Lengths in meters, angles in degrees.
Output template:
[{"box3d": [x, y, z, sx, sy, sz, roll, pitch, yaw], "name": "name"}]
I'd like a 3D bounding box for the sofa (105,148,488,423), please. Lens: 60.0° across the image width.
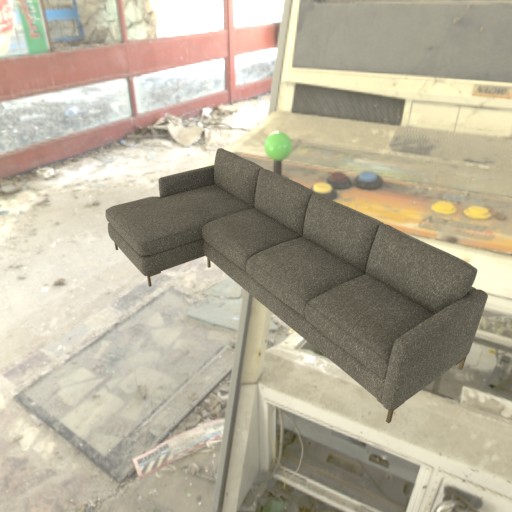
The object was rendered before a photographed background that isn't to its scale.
[{"box3d": [0.000, 0.000, 3.387, 1.350, 0.810, 2.932, -21, 37, -30], "name": "sofa"}]
